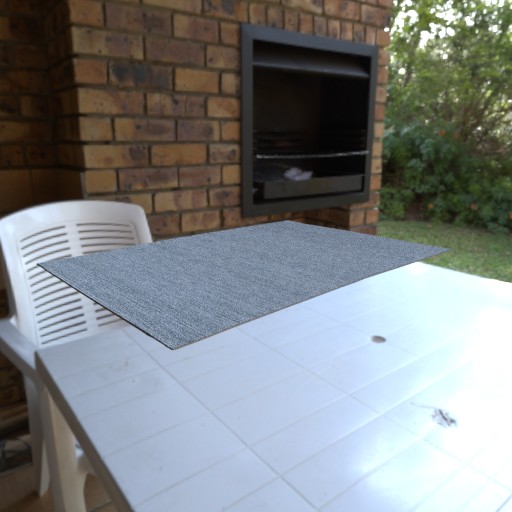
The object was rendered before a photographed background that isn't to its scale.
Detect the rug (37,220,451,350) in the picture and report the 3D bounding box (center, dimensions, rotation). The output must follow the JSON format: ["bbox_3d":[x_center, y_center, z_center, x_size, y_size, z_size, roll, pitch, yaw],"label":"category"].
[{"bbox_3d":[0.000,0.000,3.011,2.338,0.030,1.616,-13,20,-41],"label":"rug"}]
